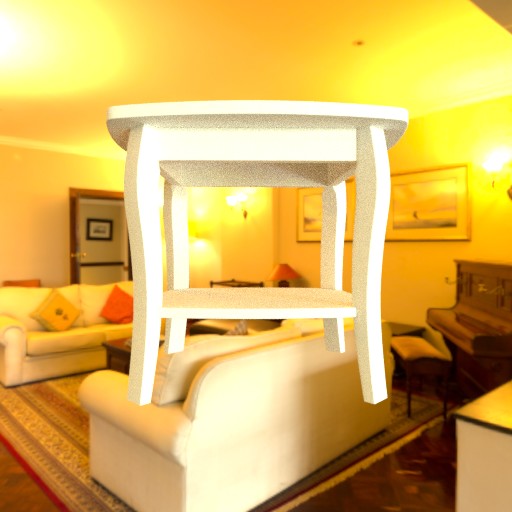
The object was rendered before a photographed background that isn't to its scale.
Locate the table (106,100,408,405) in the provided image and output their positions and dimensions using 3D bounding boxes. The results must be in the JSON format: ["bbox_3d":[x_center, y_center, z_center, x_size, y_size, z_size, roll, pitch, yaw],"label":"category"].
[{"bbox_3d":[0.000,0.000,0.837,0.502,0.438,0.451,0,1,-1],"label":"table"}]
